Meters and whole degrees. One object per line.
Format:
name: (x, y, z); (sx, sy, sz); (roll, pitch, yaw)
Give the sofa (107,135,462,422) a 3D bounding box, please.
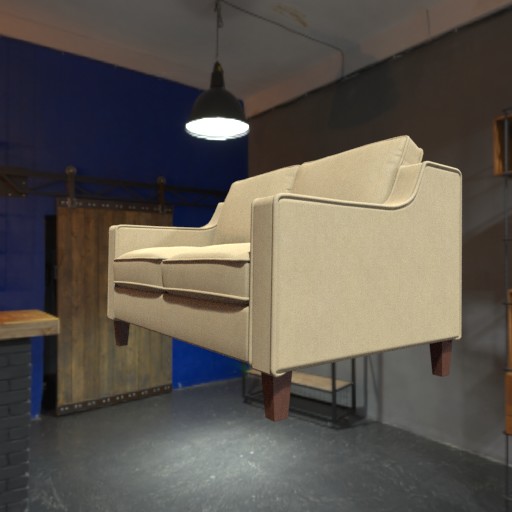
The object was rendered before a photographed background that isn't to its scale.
sofa: (0.000, 0.000, 2.112); (0.987, 0.971, 1.501); (0, -1, -35)
